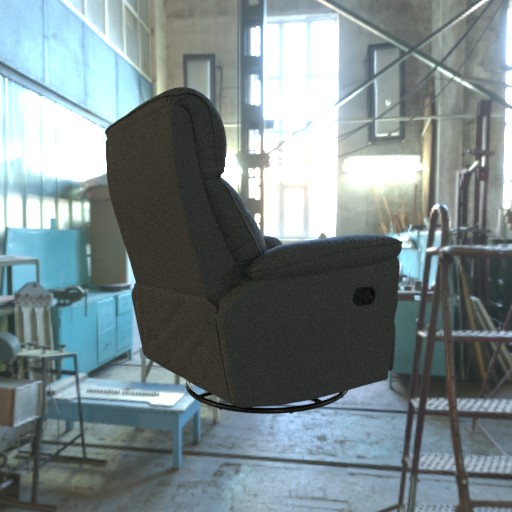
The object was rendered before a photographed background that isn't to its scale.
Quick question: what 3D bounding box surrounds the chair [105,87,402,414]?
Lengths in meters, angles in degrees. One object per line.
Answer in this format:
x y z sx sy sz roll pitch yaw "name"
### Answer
0.000 0.000 1.742 1.004 1.037 0.820 -2 3 -36 "chair"
